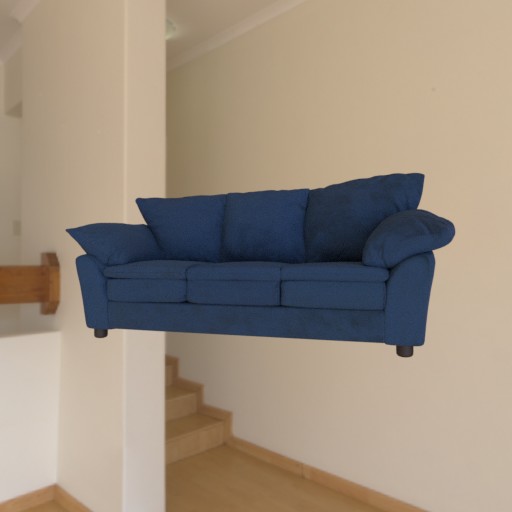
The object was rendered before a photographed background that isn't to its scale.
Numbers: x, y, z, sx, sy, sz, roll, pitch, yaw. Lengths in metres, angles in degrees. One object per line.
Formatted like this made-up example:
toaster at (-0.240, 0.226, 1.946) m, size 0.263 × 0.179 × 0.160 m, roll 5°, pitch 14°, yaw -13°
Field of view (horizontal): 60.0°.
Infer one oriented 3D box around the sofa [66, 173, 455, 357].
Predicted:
sofa at (0.000, 0.000, 2.970) m, size 2.390 × 1.091 × 0.907 m, roll 0°, pitch -1°, yaw 19°
